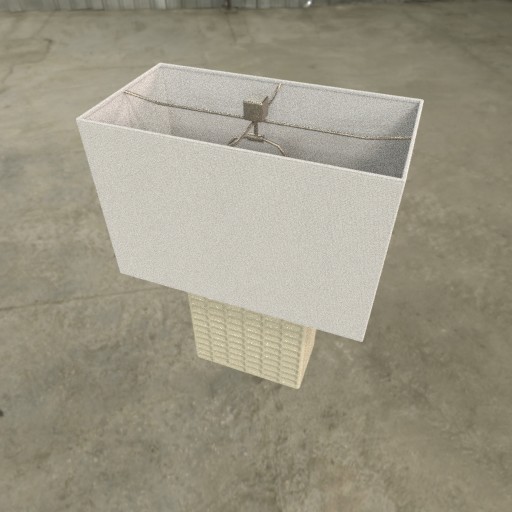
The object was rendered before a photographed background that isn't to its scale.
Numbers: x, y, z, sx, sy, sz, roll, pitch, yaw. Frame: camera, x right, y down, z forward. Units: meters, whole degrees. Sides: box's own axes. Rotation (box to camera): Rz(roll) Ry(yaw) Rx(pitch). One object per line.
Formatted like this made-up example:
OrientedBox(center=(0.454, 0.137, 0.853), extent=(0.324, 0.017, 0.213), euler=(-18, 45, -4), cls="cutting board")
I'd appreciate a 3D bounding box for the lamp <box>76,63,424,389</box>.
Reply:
OrientedBox(center=(0.000, 0.000, 0.707), extent=(0.380, 0.515, 0.200), euler=(14, 44, 15), cls="lamp")
